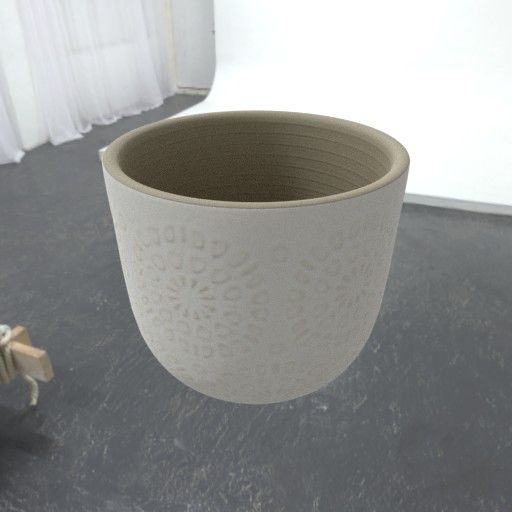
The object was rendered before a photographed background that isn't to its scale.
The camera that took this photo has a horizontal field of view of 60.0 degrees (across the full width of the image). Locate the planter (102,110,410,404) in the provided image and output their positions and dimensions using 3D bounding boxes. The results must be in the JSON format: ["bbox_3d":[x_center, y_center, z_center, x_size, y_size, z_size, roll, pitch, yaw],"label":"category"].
[{"bbox_3d":[0.000,0.000,0.214,0.124,0.109,0.124,0,31,0],"label":"planter"}]
